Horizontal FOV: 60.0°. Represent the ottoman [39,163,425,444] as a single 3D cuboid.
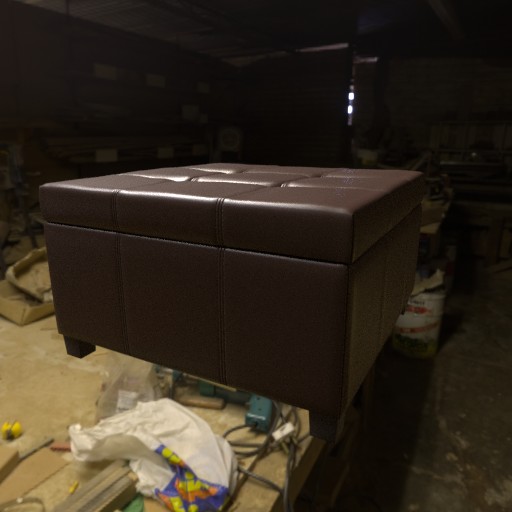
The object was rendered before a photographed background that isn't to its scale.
[{"bbox_3d":[0.000,0.000,1.268,0.788,0.460,0.787,8,18,27],"label":"ottoman"}]
